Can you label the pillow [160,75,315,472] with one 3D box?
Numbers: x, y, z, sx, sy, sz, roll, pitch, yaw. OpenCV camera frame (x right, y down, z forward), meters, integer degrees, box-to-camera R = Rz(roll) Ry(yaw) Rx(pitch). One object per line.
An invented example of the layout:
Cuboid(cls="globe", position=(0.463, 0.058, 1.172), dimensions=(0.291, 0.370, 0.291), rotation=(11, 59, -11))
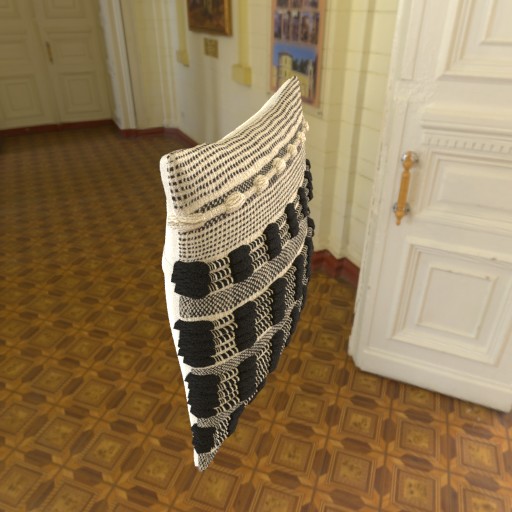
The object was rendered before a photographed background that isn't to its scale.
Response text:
Cuboid(cls="pillow", position=(0.000, 0.000, 0.656), dimensions=(0.156, 0.438, 0.436), rotation=(10, 32, 16))
